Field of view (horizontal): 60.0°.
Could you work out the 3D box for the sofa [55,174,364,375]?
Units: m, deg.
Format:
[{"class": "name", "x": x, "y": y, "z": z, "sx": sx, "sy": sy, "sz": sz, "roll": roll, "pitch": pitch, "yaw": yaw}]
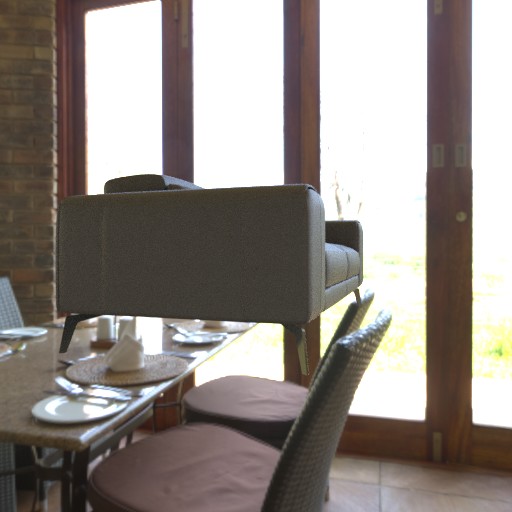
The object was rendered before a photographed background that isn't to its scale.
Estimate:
[{"class": "sofa", "x": 0.000, "y": 0.000, "z": 2.455, "sx": 1.024, "sy": 0.753, "sz": 1.930, "roll": 0, "pitch": 0, "yaw": 19}]
